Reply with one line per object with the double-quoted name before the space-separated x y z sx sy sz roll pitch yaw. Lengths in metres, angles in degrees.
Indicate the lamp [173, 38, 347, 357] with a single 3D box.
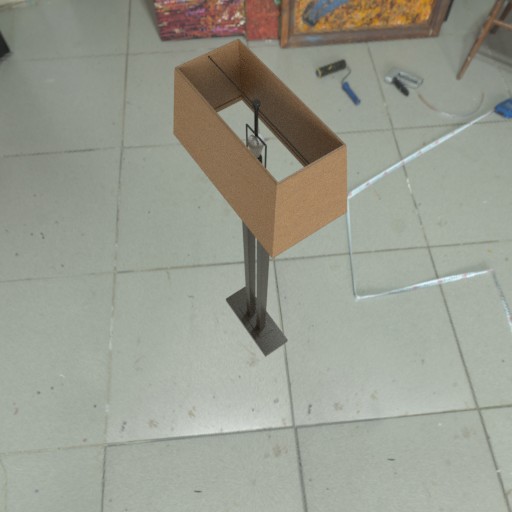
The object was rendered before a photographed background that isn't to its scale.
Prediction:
"lamp" 0.000 0.000 1.620 0.233 1.469 0.475 -32 67 -15
